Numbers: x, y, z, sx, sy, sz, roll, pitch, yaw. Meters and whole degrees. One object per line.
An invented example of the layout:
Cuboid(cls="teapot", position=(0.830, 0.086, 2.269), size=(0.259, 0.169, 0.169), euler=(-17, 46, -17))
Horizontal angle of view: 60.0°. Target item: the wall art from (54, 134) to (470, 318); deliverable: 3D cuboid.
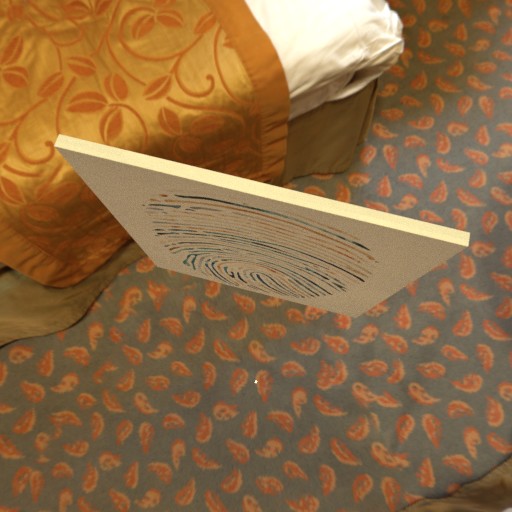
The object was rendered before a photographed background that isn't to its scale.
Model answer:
Cuboid(cls="wall art", position=(0.000, 0.000, 0.975), size=(0.609, 0.710, 0.021), euler=(14, 75, 4))
